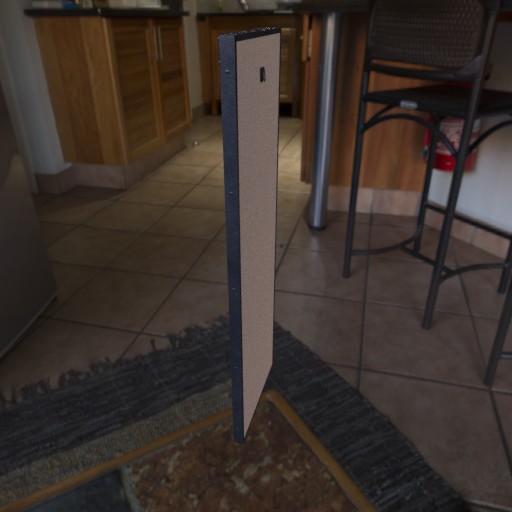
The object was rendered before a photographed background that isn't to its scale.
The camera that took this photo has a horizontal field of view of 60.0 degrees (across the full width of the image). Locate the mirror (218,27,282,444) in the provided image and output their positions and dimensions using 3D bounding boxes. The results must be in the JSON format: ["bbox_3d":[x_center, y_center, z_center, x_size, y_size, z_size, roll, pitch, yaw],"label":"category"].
[{"bbox_3d":[0.000,0.000,1.185,0.042,1.080,0.354,8,30,14],"label":"mirror"}]
